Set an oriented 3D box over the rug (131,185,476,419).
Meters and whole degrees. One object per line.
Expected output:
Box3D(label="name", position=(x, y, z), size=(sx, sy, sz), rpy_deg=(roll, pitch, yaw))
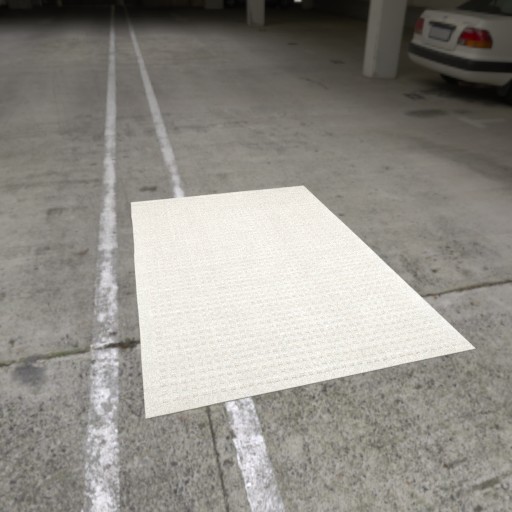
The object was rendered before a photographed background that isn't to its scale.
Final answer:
Box3D(label="rug", position=(0.000, 0.000, 2.869), size=(1.523, 0.006, 2.289), rpy_deg=(-8, 30, -13))
